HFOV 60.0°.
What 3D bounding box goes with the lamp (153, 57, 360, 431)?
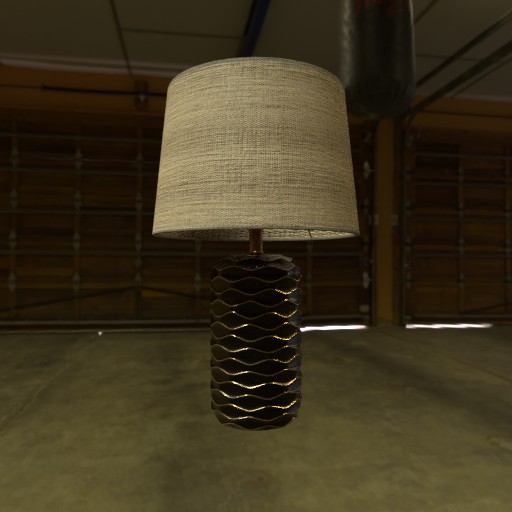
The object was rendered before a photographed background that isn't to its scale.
[{"bbox_3d":[0.000,0.000,0.825,0.376,0.594,0.376,0,-1,0],"label":"lamp"}]
